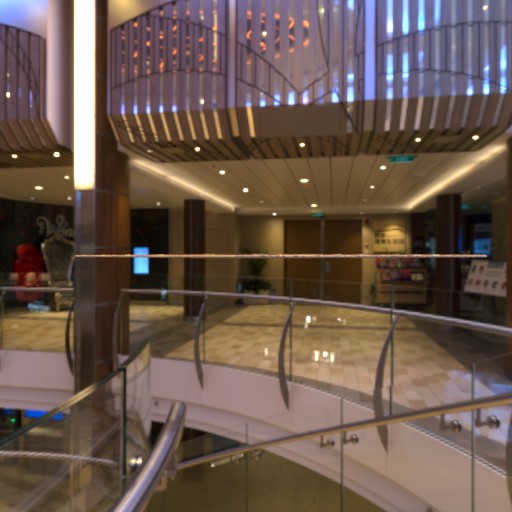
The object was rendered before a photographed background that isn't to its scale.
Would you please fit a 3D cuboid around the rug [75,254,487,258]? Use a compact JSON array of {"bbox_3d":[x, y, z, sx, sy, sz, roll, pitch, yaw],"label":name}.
[{"bbox_3d":[0.000,0.000,4.130,2.466,0.021,3.049,0,0,-36],"label":"rug"}]
